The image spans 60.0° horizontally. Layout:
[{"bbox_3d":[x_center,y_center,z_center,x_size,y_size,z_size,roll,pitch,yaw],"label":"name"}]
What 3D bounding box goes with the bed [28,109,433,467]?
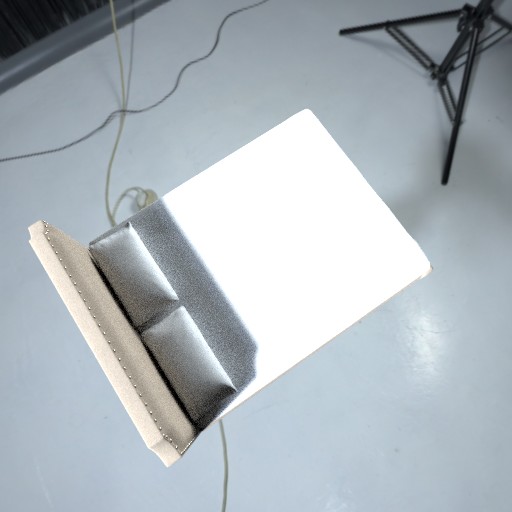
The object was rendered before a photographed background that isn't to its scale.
[{"bbox_3d":[0.000,0.000,3.337,2.329,1.415,1.703,-33,79,-7],"label":"bed"}]
